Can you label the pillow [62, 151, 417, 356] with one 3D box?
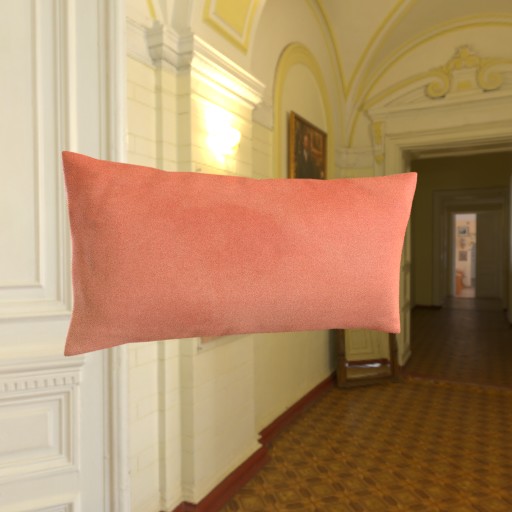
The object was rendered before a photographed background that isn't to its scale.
[{"bbox_3d":[0.000,0.000,0.753,0.608,0.307,0.155,0,1,-18],"label":"pillow"}]
